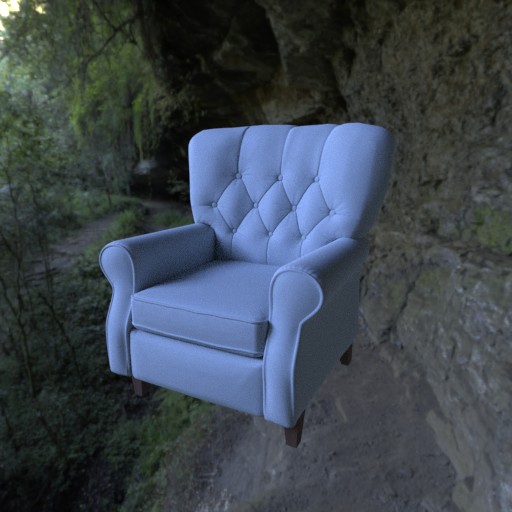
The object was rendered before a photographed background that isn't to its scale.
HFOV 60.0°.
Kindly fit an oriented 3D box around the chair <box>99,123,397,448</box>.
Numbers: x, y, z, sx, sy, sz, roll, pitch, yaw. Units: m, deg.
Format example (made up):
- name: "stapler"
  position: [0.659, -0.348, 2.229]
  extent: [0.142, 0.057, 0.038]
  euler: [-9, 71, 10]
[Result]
- name: "chair"
  position: [0.000, 0.000, 2.093]
  extent: [1.090, 1.217, 1.128]
  euler: [7, 16, 27]
